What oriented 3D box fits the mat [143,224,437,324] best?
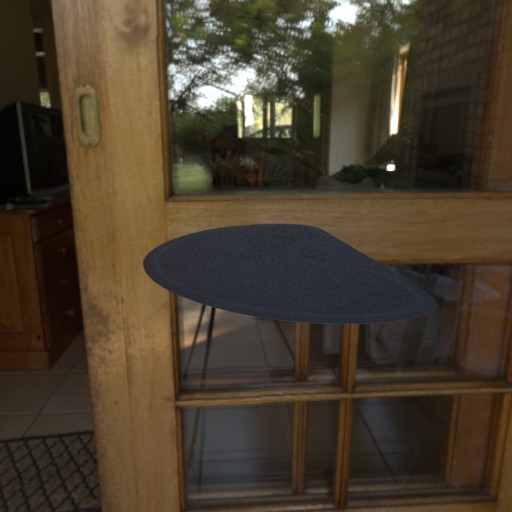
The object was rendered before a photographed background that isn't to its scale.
[{"bbox_3d":[0.000,0.000,1.845,0.913,0.013,1.524,-2,14,-9],"label":"mat"}]
